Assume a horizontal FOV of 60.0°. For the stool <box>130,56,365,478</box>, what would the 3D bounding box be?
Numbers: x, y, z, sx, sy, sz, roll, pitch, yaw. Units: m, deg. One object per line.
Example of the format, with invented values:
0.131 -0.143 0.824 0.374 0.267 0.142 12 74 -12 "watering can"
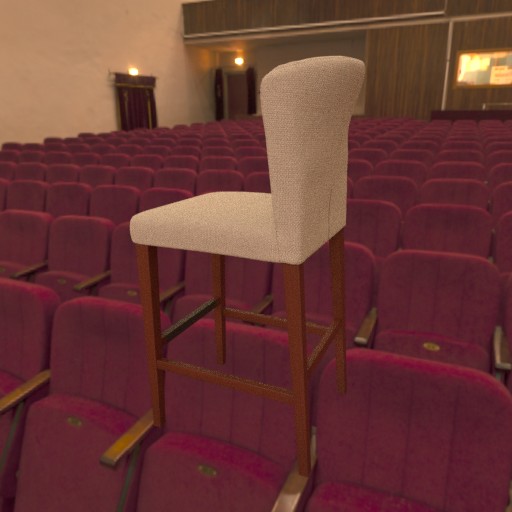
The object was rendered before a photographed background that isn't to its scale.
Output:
0.000 0.000 1.336 0.568 1.069 0.481 8 19 23 "stool"
